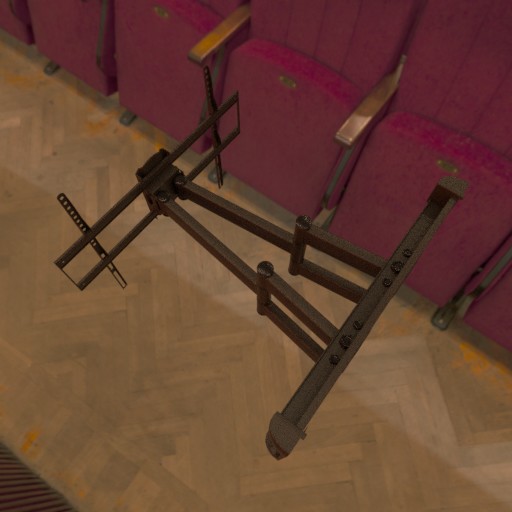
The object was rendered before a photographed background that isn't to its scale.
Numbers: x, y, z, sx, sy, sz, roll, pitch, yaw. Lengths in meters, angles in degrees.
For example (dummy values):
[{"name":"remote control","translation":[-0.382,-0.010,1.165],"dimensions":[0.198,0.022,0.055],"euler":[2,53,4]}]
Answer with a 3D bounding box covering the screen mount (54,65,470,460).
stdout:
[{"name":"screen mount","translation":[0.000,0.000,1.088],"dimensions":[0.644,0.491,0.661],"euler":[34,69,15]}]
